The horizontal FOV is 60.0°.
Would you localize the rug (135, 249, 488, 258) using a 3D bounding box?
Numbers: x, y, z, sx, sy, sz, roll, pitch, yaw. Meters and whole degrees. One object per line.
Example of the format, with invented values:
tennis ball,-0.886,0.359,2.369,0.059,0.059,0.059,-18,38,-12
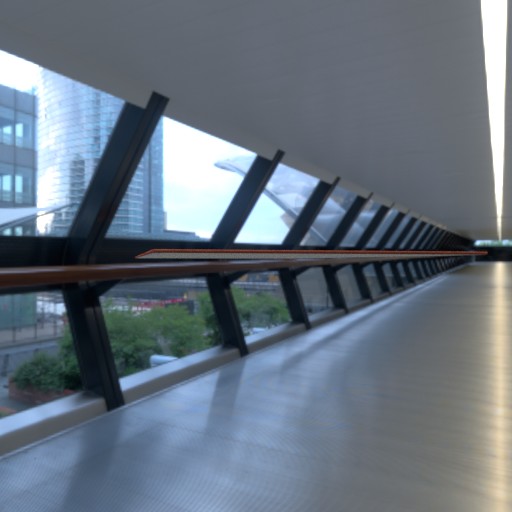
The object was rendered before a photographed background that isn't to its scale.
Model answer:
rug,0.000,0.000,3.011,1.524,0.014,2.438,0,-1,-17
